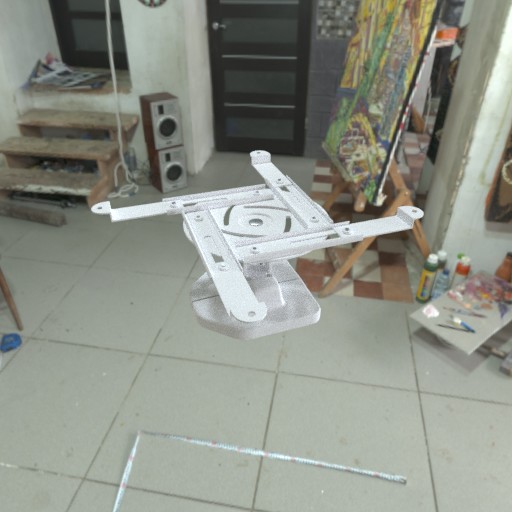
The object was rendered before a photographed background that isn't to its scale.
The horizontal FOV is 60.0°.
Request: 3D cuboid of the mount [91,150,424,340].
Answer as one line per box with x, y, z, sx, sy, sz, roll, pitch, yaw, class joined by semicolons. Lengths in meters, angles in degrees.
0.000;0.000;0.600;0.394;0.141;0.394;-11;35;-16;mount
